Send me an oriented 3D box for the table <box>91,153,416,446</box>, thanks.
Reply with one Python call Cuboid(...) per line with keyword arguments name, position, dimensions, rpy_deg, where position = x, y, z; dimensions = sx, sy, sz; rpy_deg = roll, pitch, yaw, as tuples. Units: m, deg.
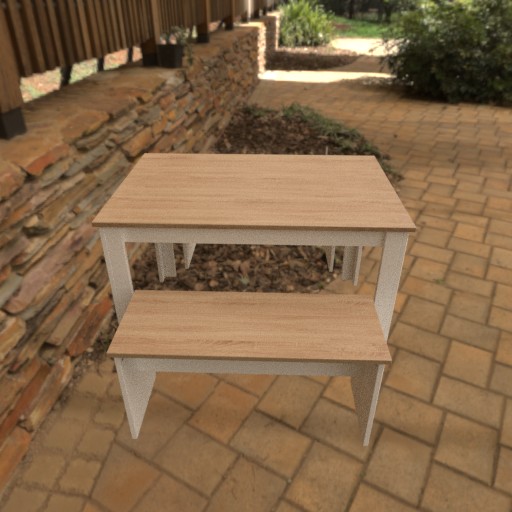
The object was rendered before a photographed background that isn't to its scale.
Cuboid(name="table", position=(0.000, 0.000, 1.996), dimensions=(1.100, 0.700, 1.443), rpy_deg=(1, 31, 2))
